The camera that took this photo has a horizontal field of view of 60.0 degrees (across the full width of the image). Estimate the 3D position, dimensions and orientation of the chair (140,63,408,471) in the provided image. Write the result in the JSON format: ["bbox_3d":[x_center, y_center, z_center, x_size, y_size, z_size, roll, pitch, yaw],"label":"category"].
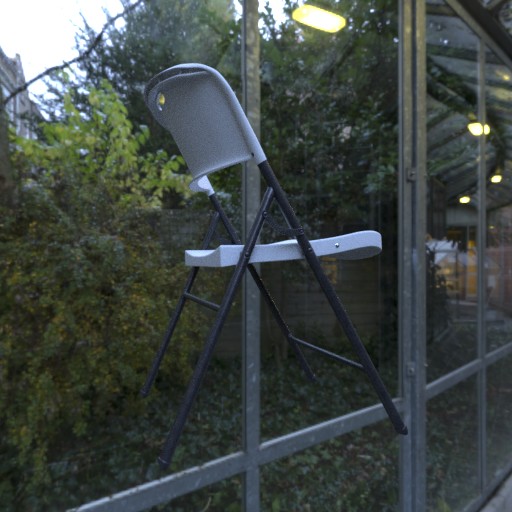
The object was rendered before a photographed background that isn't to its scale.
[{"bbox_3d":[0.000,0.000,1.145,0.566,0.810,0.494,0,-1,-19],"label":"chair"}]
